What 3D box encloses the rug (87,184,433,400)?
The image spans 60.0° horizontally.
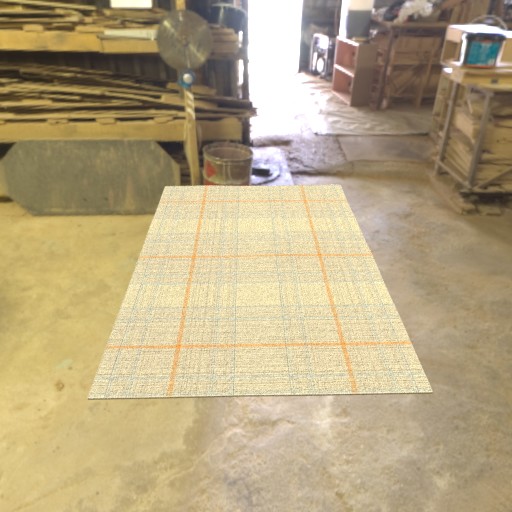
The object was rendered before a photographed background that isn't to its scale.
[{"bbox_3d":[0.000,0.000,2.334,1.232,0.015,1.825,-1,33,-1],"label":"rug"}]
